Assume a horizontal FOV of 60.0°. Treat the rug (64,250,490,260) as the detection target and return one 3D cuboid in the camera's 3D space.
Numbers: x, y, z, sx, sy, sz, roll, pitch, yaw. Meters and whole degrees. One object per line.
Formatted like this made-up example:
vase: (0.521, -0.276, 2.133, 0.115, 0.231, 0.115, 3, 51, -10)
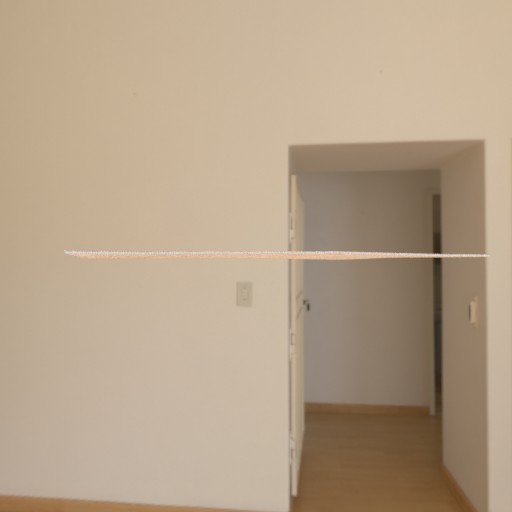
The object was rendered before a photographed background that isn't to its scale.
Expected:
rug: (0.000, 0.000, 4.297, 3.245, 0.046, 2.467, 0, -1, -19)
